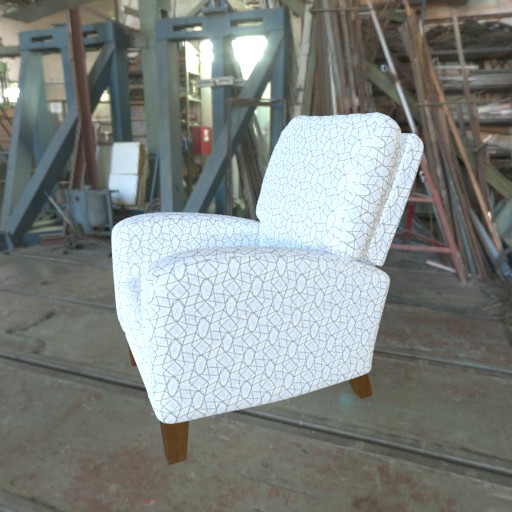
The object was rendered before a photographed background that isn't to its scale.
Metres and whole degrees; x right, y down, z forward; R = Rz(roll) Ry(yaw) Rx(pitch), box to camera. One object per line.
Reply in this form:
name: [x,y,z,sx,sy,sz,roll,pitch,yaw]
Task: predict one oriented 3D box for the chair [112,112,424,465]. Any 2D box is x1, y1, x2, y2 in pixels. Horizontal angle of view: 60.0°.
chair: [0.000,0.000,1.725,0.995,1.064,0.796,-7,18,-24]
